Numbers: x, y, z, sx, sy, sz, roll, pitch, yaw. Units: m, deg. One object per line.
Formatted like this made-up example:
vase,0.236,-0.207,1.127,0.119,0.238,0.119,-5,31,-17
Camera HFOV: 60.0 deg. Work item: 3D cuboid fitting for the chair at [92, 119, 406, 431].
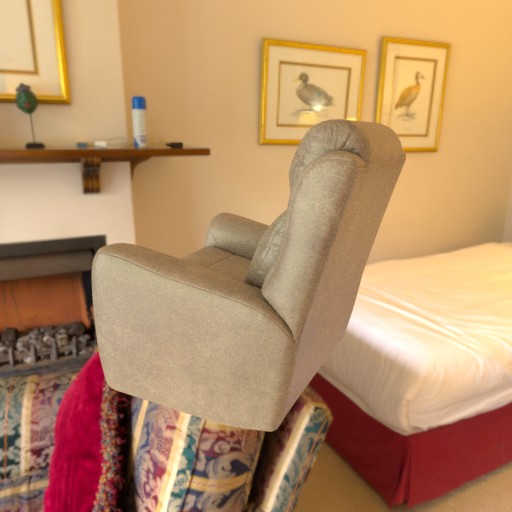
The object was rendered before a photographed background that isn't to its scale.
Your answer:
chair,0.000,0.000,1.927,1.068,1.116,0.965,8,17,26
